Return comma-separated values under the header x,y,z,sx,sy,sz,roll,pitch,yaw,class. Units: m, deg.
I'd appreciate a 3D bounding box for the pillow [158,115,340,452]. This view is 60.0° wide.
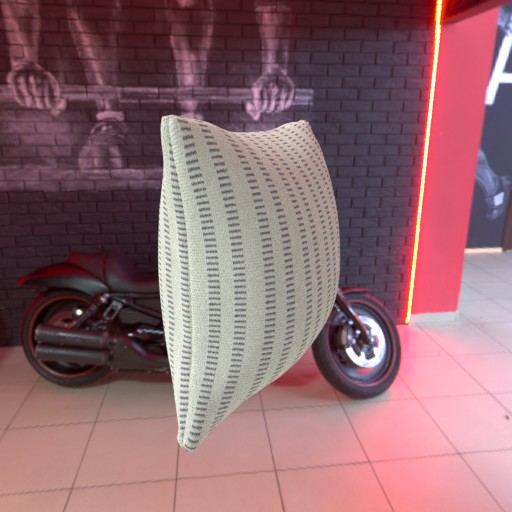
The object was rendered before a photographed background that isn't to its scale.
x,y,z,sx,sy,sz,roll,pitch,yaw,class
0.000,0.000,0.703,0.247,0.419,0.438,8,18,25,pillow
